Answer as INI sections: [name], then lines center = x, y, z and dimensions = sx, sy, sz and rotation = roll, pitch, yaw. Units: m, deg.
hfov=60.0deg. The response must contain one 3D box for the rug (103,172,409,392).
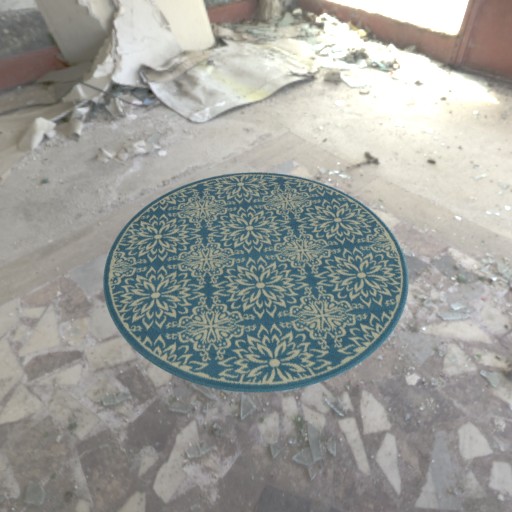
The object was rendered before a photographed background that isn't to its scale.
[rug]
center = 0.000, 0.000, 2.380
dimensions = 1.593, 0.012, 1.593
rotation = 0, 44, 0
